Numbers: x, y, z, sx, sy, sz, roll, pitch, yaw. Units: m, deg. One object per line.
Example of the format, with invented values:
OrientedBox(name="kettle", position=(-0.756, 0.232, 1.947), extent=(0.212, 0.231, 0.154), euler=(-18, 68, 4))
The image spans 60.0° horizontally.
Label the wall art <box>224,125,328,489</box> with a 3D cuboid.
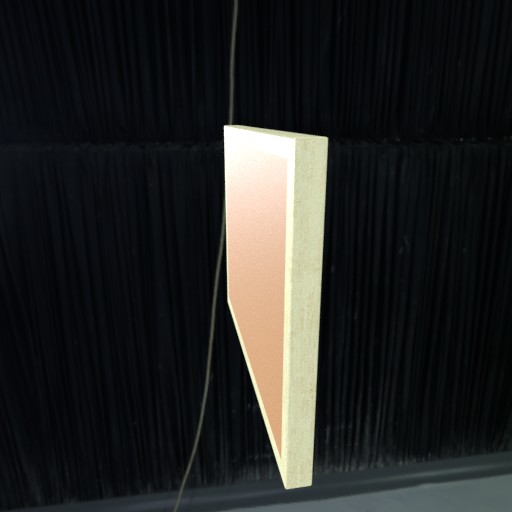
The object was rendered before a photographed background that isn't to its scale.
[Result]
OrientedBox(name="wall art", position=(0.000, 0.000, 0.691), extent=(0.032, 0.381, 0.533), euler=(-3, 18, -10))
